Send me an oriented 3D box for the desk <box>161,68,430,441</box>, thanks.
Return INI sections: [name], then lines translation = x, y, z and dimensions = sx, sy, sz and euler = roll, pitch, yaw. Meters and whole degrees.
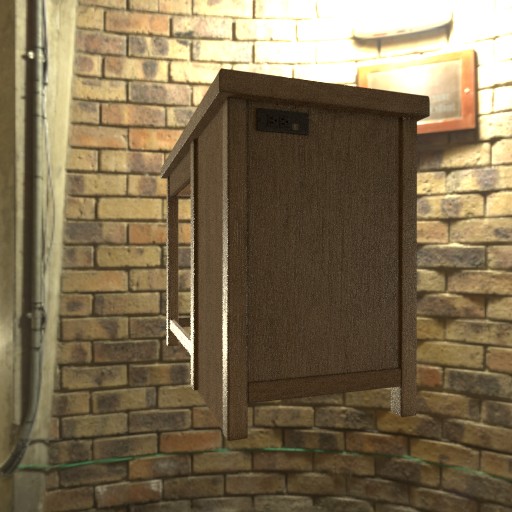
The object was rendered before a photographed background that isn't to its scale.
[desk]
translation = 0.000, 0.000, 1.768
dimensions = 0.610, 0.912, 1.289
euler = 0, 0, -18
